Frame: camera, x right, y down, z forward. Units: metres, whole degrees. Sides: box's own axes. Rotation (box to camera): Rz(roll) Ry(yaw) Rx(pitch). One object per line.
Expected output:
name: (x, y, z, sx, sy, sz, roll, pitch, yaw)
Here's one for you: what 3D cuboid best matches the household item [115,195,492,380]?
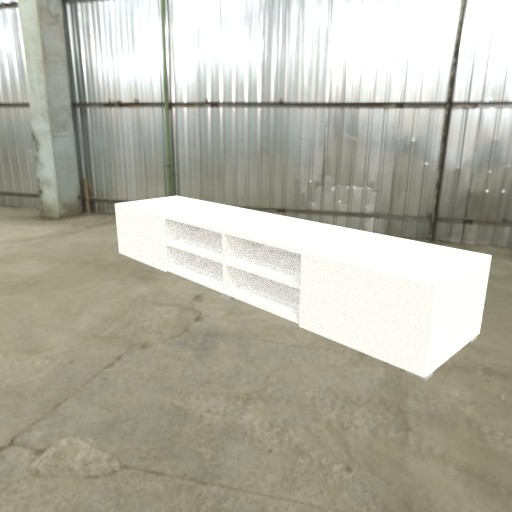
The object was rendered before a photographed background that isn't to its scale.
household item: (0.000, 0.000, 2.034, 0.420, 0.310, 1.850, -15, 22, -42)
